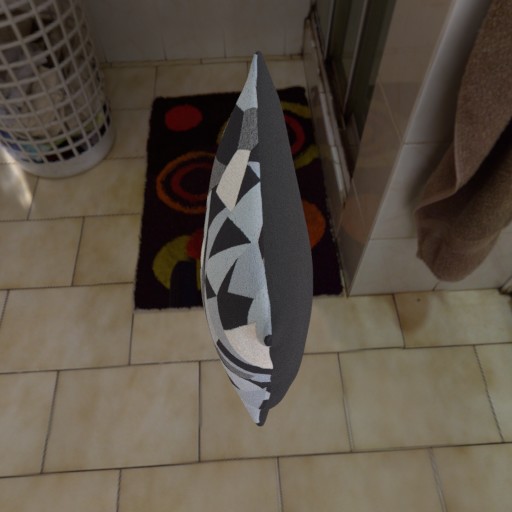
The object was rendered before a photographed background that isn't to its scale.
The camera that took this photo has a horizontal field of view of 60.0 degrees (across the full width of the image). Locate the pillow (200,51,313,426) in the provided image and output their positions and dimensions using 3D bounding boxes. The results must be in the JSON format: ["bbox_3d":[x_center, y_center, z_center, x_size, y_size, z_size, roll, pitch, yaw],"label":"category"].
[{"bbox_3d":[0.000,0.000,0.801,0.208,0.496,0.503,-1,59,-1],"label":"pillow"}]
